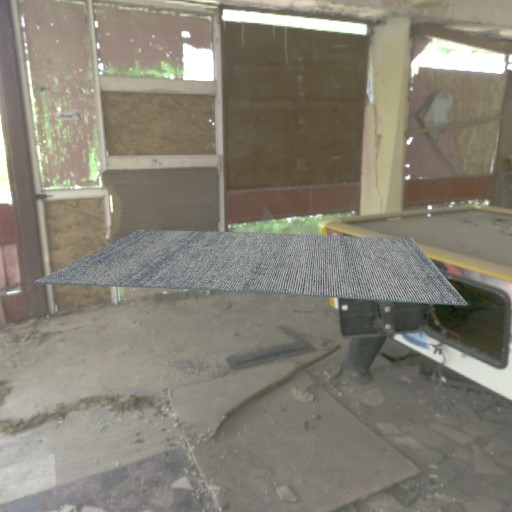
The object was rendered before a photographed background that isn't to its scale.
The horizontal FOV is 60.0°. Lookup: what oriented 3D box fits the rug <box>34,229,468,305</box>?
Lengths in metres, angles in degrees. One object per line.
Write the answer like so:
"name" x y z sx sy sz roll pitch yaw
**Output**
"rug" 0.000 0.000 2.317 1.777 0.021 1.145 2 15 9
